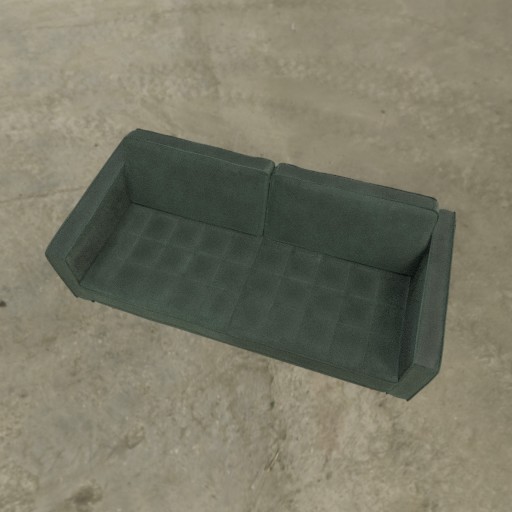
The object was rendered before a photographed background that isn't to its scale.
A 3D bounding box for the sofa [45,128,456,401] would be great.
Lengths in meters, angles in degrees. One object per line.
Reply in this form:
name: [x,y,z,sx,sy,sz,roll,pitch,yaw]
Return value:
sofa: [0.000,0.000,2.258,1.816,0.781,0.886,15,58,10]
